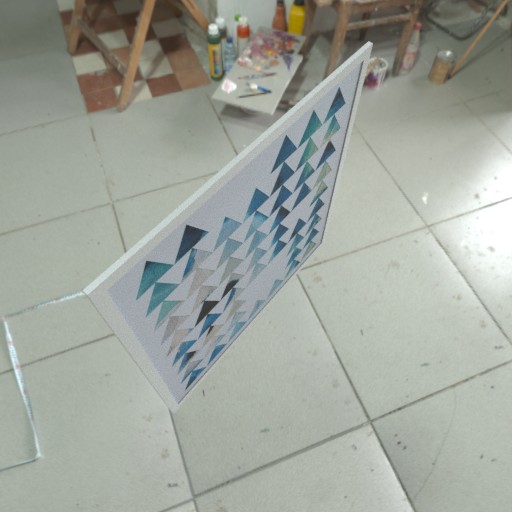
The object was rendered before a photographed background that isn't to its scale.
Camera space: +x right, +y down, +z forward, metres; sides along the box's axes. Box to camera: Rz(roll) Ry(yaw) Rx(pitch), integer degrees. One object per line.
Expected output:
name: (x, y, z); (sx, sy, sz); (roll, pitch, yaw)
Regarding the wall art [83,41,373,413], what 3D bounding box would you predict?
wall art: (0.000, 0.000, 0.661); (0.007, 0.456, 0.456); (35, 65, 19)
